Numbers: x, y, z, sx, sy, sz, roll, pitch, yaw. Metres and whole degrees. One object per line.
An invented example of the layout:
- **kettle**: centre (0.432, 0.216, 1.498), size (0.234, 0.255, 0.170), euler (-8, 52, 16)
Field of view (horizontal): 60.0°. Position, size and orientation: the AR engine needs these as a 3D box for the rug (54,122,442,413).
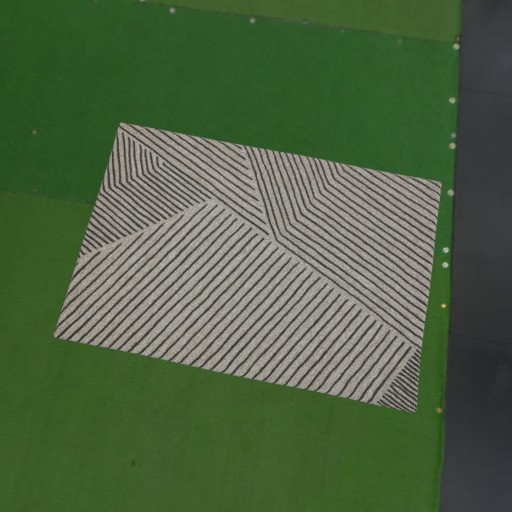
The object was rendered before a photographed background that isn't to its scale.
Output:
- **rug**: centre (0.000, 0.000, 2.344), size (1.842, 0.019, 1.237), euler (11, 76, 3)
